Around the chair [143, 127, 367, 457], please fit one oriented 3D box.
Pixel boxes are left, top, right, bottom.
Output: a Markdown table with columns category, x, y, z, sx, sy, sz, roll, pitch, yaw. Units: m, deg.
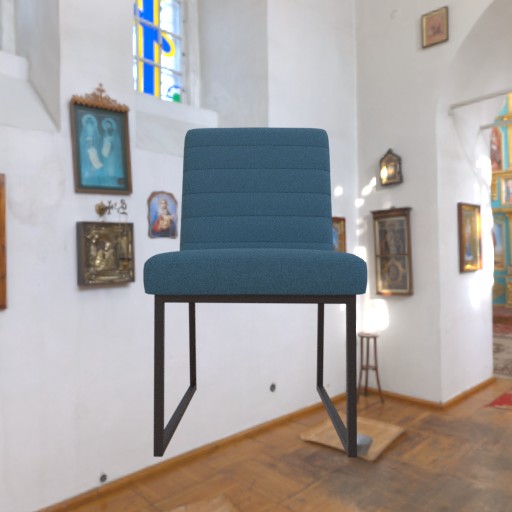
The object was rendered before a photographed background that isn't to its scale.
| category | x | y | z | sx | sy | sz | roll | pitch | yaw |
| --- | --- | --- | --- | --- | --- | --- | --- | --- | --- |
| chair | 0.000 | 0.000 | 1.317 | 0.520 | 0.930 | 0.634 | 0 | -1 | 0 |
